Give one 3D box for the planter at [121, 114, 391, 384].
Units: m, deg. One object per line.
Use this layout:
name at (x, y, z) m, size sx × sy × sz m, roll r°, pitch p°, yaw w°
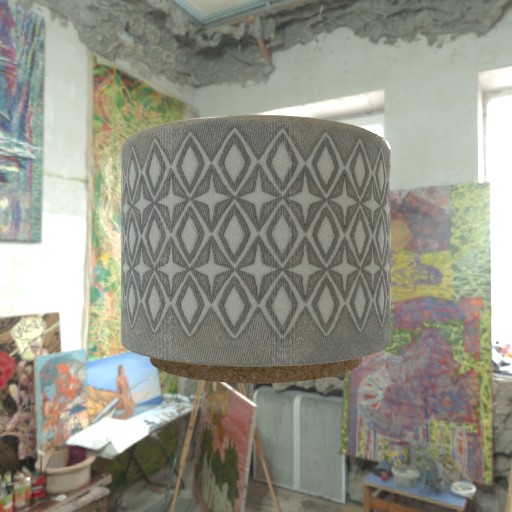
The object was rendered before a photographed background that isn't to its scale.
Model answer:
planter at (0.000, 0.000, 0.282) m, size 0.164 × 0.127 × 0.164 m, roll 0°, pitch -1°, yaw 0°
